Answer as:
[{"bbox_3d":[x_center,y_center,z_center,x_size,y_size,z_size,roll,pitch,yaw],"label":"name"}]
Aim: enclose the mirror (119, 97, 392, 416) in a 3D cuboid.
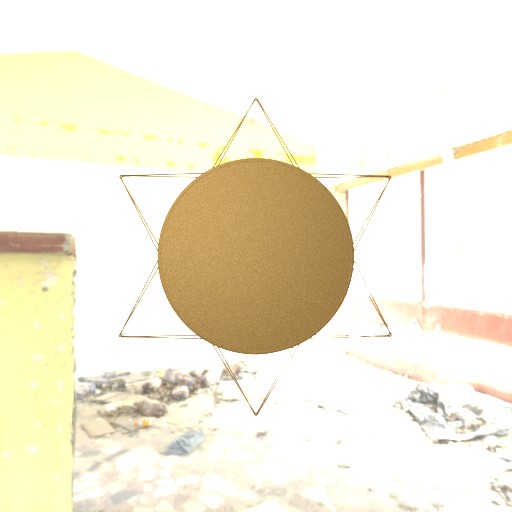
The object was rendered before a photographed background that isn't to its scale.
[{"bbox_3d":[0.000,0.000,0.808,0.498,0.581,0.062,0,-1,-1],"label":"mirror"}]
